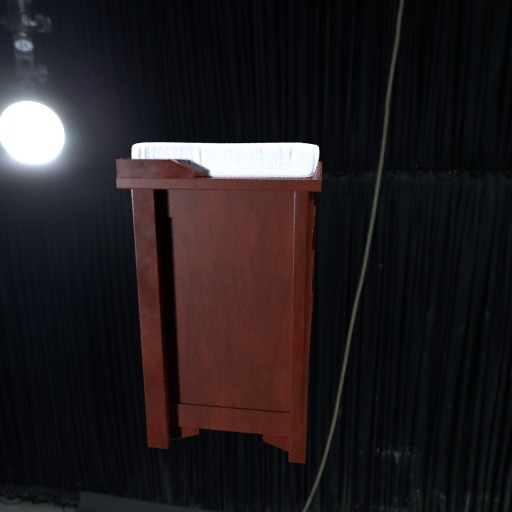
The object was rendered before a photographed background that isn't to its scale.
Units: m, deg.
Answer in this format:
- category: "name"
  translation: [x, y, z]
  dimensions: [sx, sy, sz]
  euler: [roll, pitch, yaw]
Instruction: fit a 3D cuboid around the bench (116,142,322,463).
- category: "bench"
  translation: [0.000, 0.000, 1.314]
  dimensions: [0.369, 0.646, 0.987]
  euler: [2, 14, 8]
